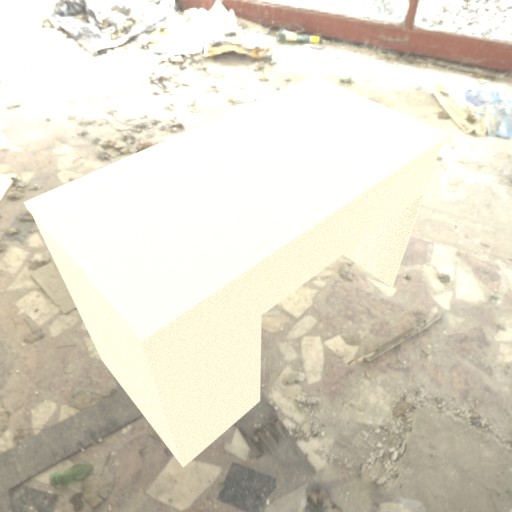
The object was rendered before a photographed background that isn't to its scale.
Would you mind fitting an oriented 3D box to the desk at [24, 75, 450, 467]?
[{"bbox_3d":[0.000,0.000,1.510,1.097,0.735,0.560,-33,55,-28],"label":"desk"}]
